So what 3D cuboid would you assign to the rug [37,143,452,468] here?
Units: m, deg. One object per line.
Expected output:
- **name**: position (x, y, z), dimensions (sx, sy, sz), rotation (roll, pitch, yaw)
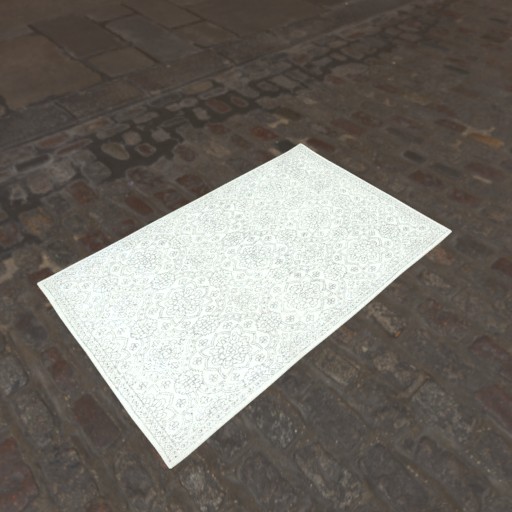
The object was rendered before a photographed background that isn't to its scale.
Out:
- **rug**: position (0.000, 0.000, 3.008), dimensions (2.434, 0.023, 1.518), rotation (-33, 55, -27)
